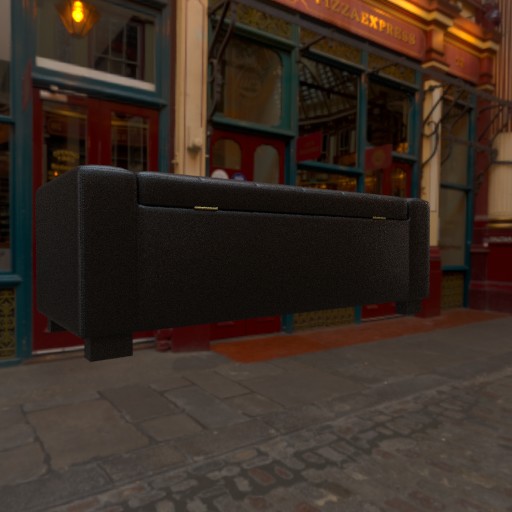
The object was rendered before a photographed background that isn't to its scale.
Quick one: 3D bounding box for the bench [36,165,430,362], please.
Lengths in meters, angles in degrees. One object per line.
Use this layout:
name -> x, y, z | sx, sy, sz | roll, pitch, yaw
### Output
bench -> 0.000, 0.000, 1.524 | 1.296, 0.445, 0.508 | -1, 2, -36
